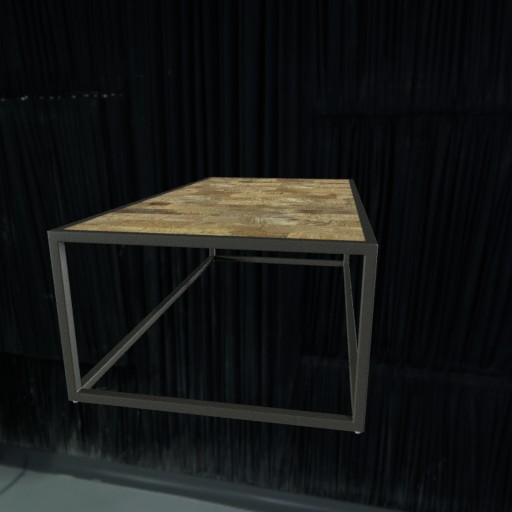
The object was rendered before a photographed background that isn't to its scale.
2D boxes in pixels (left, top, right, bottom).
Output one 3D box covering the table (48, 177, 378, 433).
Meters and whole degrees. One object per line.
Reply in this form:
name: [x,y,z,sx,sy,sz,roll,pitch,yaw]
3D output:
table: [0.000,0.000,1.464,0.649,0.398,1.199,3,16,10]
